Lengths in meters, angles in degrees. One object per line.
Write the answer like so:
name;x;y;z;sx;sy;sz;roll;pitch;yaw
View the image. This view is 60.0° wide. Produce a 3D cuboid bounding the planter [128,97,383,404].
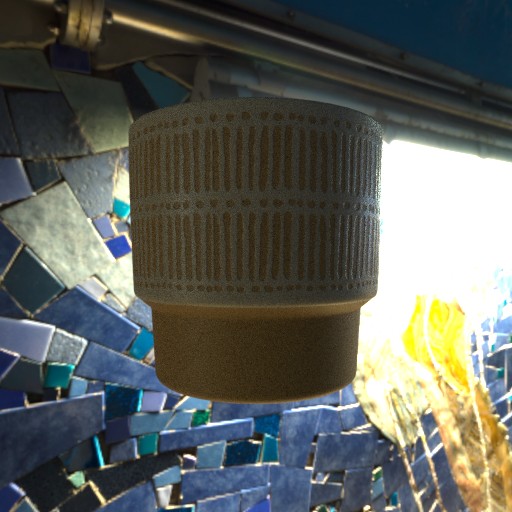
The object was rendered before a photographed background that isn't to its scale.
planter;0.000;0.000;0.574;0.317;0.303;0.317;0;1;0
